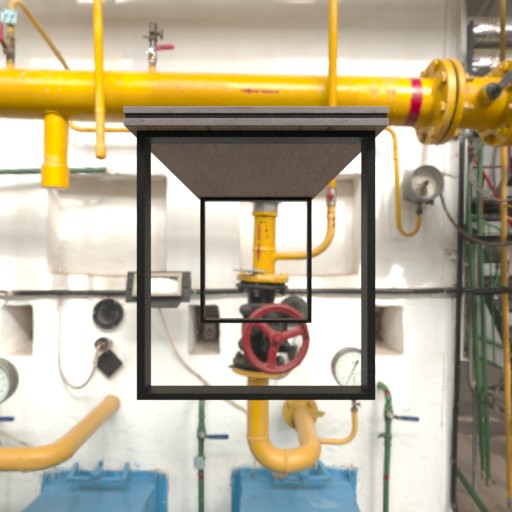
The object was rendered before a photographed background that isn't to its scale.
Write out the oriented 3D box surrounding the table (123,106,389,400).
[{"bbox_3d":[0.000,0.000,2.216,0.795,0.899,1.778,0,0,0],"label":"table"}]
